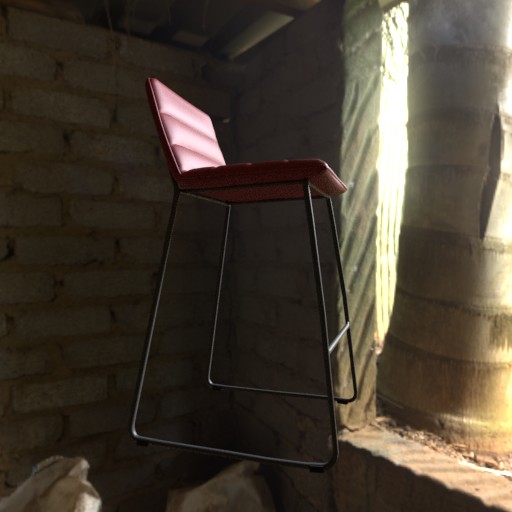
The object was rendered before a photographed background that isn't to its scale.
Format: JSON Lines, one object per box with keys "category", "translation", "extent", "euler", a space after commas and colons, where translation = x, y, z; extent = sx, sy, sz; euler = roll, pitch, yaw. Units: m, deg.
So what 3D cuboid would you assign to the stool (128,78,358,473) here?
{"category": "stool", "translation": [0.000, 0.000, 1.252], "extent": [0.524, 0.937, 0.489], "euler": [0, 1, 18]}
